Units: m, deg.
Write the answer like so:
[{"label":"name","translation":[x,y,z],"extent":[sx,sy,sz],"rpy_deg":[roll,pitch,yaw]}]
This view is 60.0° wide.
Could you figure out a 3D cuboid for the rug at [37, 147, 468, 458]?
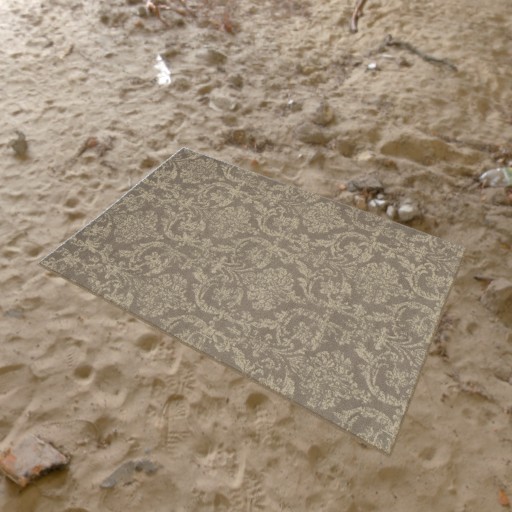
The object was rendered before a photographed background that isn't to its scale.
[{"label":"rug","translation":[0.000,0.000,3.382],"extent":[2.746,0.018,1.819],"rpy_deg":[23,51,20]}]
